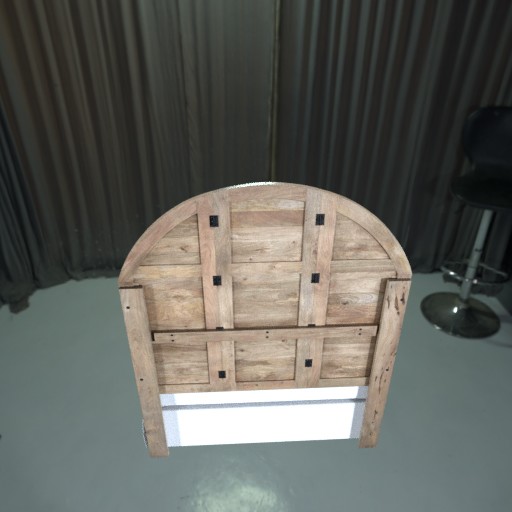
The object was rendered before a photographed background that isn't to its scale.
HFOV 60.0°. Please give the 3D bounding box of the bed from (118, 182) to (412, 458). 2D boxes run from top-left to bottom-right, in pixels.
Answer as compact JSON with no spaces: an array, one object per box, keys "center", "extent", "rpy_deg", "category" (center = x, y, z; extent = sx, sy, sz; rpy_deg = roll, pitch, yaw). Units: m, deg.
[{"center":[0.000,0.000,3.546],"extent":[1.713,2.002,2.112],"rpy_deg":[-1,30,-3],"category":"bed"}]
